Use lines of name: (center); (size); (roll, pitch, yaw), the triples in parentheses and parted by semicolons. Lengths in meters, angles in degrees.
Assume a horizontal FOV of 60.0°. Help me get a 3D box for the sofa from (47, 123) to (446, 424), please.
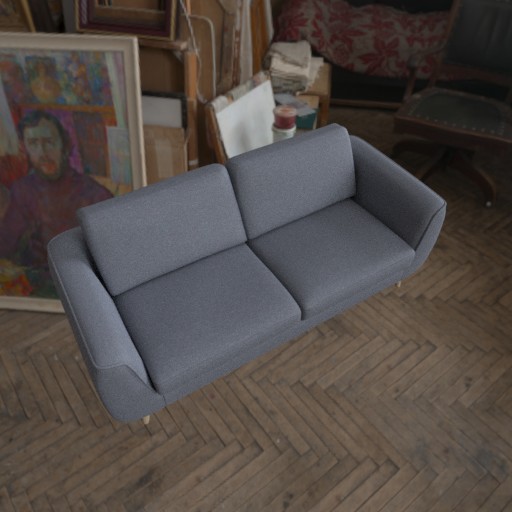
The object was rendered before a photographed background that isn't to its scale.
sofa: (0.000, 0.000, 2.491); (2.000, 0.870, 0.920); (-24, 50, -21)
